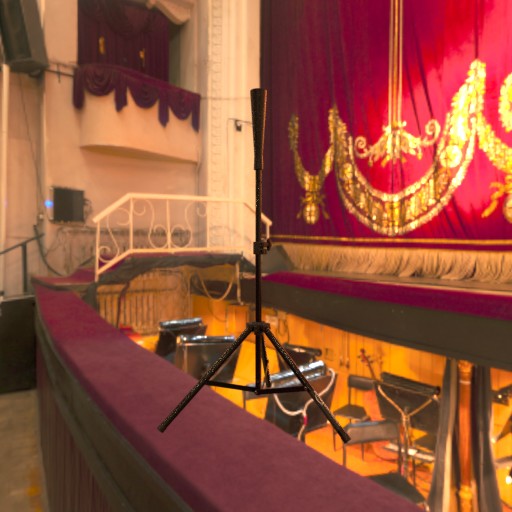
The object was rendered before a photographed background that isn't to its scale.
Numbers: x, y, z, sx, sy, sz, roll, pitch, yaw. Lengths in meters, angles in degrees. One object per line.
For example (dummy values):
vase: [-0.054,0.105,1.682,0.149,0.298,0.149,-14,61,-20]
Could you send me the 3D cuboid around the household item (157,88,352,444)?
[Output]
household item: [0.000,0.000,1.390,0.559,1.067,0.559,-1,2,-37]
